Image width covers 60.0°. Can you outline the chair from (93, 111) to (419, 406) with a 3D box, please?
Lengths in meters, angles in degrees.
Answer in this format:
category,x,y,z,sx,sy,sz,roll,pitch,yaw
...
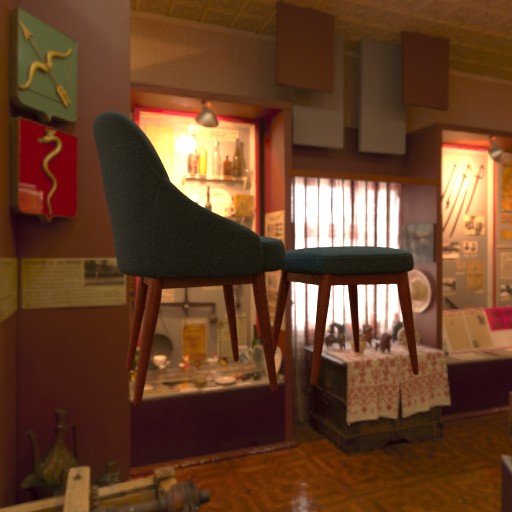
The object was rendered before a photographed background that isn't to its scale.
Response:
category,x,y,z,sx,sy,sz,roll,pitch,yaw
chair,0.000,0.000,1.616,1.114,0.866,0.584,0,0,-19
